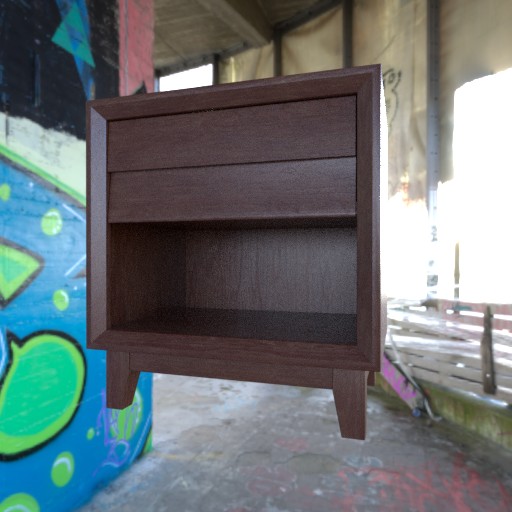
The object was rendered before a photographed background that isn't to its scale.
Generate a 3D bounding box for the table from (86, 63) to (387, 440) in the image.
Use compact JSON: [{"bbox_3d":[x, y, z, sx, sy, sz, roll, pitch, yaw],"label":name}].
[{"bbox_3d":[0.000,0.000,0.998,0.557,0.609,0.449,0,0,18],"label":"table"}]
